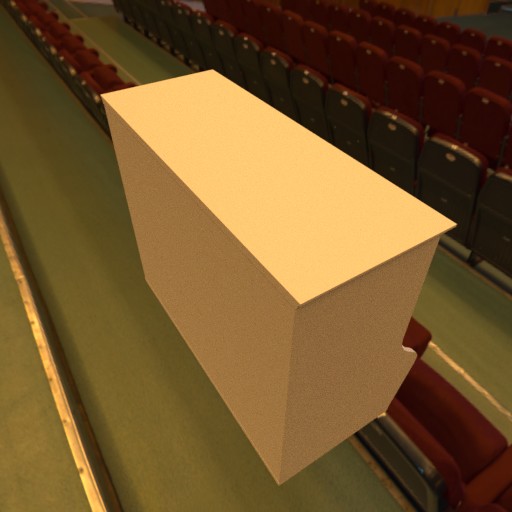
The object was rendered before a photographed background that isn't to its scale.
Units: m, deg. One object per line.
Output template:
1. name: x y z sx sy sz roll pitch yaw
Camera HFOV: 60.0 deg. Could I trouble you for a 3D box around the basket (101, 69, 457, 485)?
1. basket: 0.000 0.000 1.102 0.376 0.625 0.792 -24 47 -24
